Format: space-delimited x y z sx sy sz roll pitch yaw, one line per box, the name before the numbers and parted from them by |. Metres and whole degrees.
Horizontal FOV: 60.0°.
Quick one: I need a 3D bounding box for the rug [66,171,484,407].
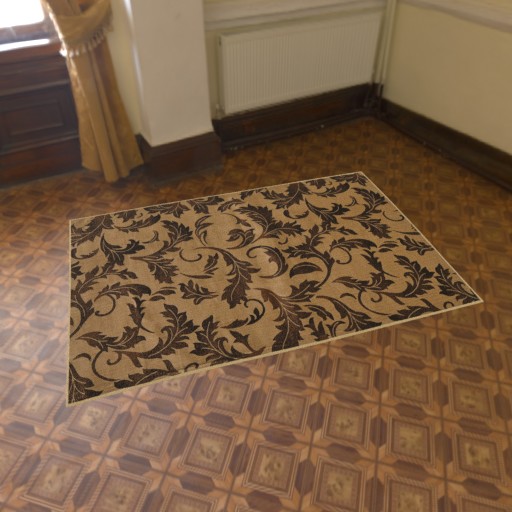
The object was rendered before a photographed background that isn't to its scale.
rug | 0.000 0.000 2.829 2.284 0.008 1.522 -11 42 -13
